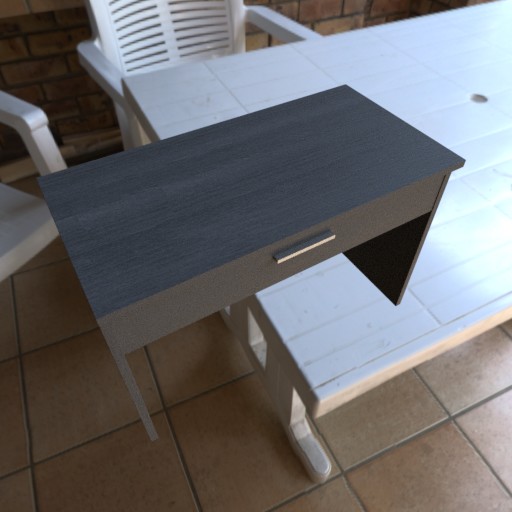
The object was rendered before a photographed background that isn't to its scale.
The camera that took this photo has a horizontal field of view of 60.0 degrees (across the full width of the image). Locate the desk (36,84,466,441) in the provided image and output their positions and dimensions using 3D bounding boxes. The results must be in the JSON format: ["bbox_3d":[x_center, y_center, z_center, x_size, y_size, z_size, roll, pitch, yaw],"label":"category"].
[{"bbox_3d":[0.000,0.000,1.532,1.099,0.729,0.557,-24,51,-21],"label":"desk"}]
